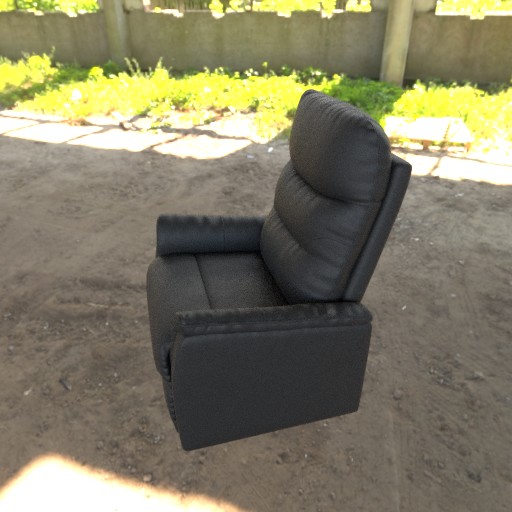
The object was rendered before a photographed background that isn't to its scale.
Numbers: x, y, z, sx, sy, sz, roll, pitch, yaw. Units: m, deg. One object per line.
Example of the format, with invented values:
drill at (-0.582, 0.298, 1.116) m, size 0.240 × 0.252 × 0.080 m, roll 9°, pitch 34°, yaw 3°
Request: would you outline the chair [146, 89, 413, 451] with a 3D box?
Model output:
chair at (0.000, 0.000, 1.647) m, size 0.831 × 1.082 × 0.775 m, roll -8°, pitch 31°, yaw -13°
